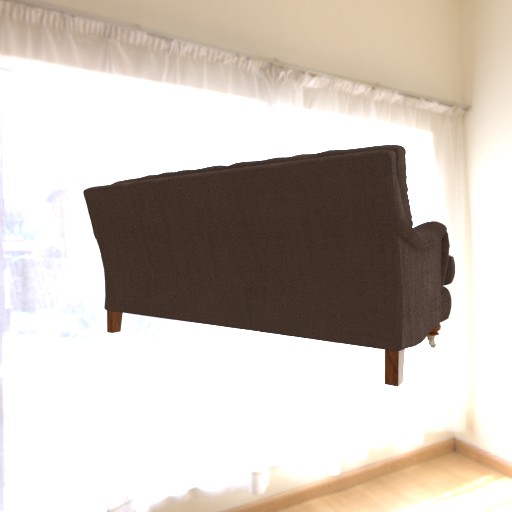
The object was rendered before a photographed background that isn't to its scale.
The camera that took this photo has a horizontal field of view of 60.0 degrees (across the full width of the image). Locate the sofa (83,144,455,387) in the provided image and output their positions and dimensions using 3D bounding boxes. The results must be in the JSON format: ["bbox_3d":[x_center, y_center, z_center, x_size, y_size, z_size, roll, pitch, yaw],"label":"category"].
[{"bbox_3d":[0.000,0.000,2.796,2.165,1.087,1.086,1,2,36],"label":"sofa"}]
